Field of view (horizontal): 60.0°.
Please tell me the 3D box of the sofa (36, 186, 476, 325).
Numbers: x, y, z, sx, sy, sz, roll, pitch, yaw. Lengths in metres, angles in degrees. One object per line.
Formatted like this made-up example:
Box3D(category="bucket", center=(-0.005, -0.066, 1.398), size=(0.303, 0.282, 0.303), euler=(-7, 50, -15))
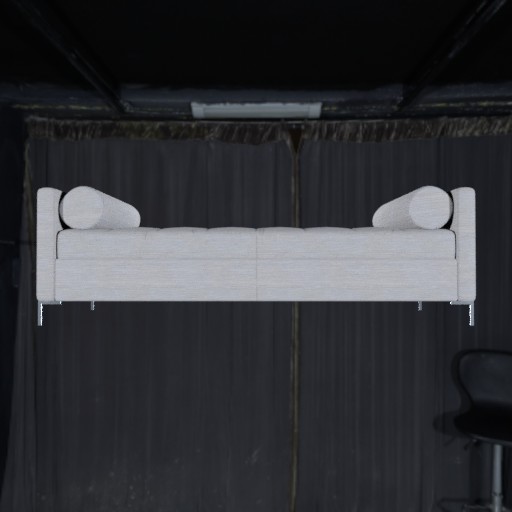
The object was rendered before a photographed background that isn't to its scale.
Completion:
Box3D(category="sofa", center=(0.000, 0.000, 2.329), size=(1.981, 0.635, 0.686), euler=(0, -1, 0))
